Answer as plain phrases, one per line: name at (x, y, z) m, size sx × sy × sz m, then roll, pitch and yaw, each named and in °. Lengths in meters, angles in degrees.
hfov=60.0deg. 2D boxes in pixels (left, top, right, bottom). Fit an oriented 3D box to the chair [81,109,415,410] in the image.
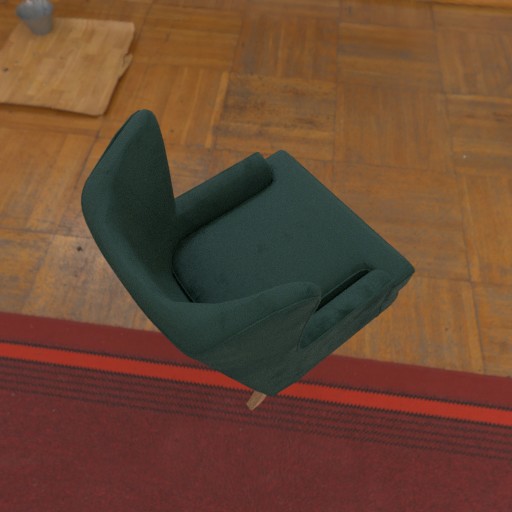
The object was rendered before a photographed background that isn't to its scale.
chair at (0.000, 0.000, 1.600) m, size 0.910 × 0.952 × 0.793 m, roll -34°, pitch 64°, yaw -19°
